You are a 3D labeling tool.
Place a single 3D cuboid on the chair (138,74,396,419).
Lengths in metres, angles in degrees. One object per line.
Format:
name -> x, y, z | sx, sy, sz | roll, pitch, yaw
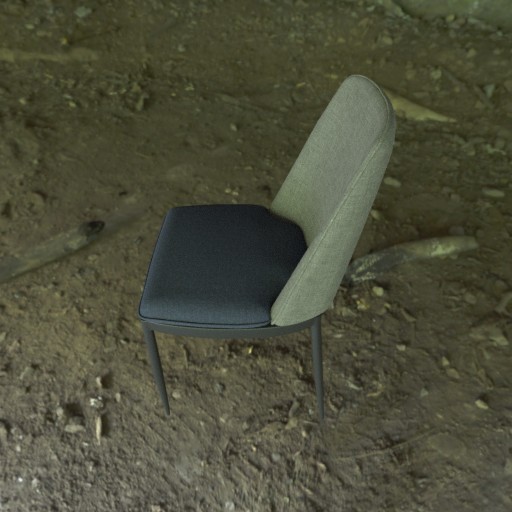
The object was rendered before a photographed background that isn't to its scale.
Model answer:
chair -> 0.000, 0.000, 1.168 | 0.550, 0.855, 0.488 | 0, 39, 0
